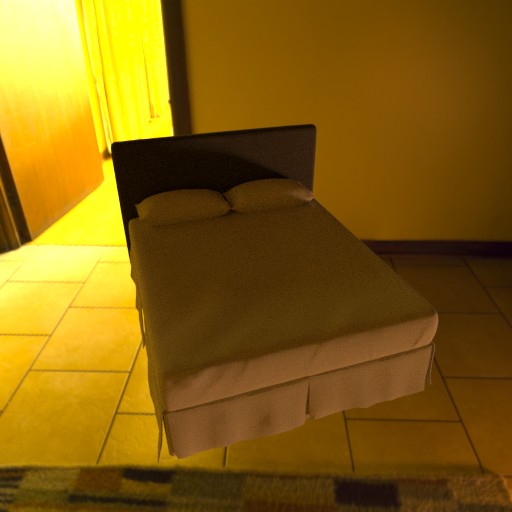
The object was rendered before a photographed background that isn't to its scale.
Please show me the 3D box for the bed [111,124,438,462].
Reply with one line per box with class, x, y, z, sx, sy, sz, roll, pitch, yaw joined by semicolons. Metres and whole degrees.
bed;0.000;0.000;3.328;1.884;1.330;2.142;-10;33;-16
